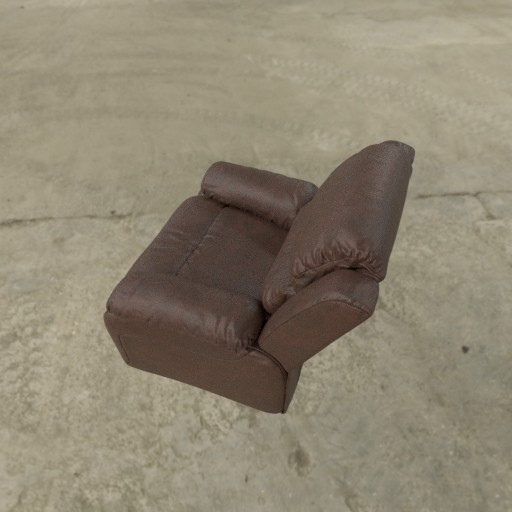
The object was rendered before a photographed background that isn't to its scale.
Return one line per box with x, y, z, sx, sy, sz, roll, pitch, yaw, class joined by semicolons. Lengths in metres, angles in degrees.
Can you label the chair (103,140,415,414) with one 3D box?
0.000;0.000;1.286;0.707;0.702;0.680;16;49;15;chair
